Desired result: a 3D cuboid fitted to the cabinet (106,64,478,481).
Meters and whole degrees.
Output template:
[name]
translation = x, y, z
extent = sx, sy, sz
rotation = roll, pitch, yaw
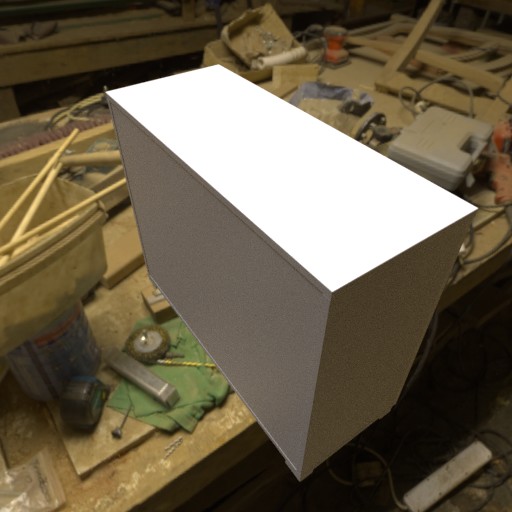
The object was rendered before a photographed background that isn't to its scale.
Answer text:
[cabinet]
translation = 0.000, 0.000, 1.385
extent = 0.400, 0.800, 1.000
rotation = -26, 48, -25
